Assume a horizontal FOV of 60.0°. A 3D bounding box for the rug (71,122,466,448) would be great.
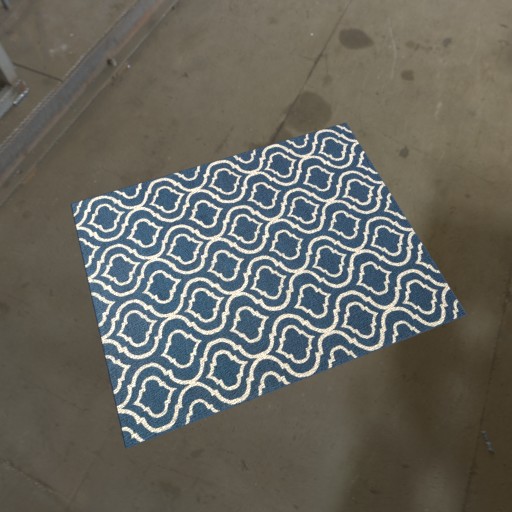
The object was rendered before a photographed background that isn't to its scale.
[{"bbox_3d":[0.000,0.000,3.928,2.881,0.020,2.270,-19,64,-9],"label":"rug"}]
